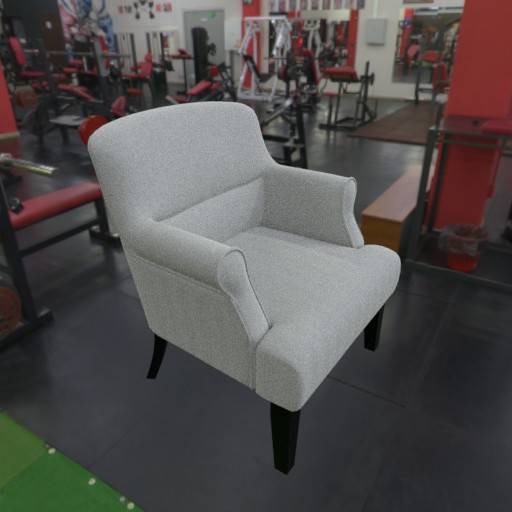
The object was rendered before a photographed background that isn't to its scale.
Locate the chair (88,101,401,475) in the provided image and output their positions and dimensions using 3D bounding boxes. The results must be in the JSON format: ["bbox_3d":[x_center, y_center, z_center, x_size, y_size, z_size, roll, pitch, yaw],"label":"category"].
[{"bbox_3d":[0.000,0.000,1.442,0.750,0.875,0.781,18,32,31],"label":"chair"}]
